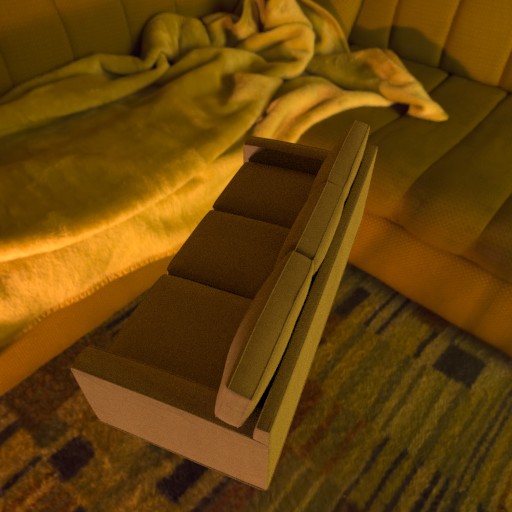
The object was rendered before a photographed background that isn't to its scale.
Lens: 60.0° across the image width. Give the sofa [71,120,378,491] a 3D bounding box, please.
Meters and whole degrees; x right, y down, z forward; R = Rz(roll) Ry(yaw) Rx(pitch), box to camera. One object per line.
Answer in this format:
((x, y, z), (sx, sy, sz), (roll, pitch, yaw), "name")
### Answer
((0.000, 0.000, 2.561), (0.936, 0.862, 2.093), (16, 47, 15), "sofa")
